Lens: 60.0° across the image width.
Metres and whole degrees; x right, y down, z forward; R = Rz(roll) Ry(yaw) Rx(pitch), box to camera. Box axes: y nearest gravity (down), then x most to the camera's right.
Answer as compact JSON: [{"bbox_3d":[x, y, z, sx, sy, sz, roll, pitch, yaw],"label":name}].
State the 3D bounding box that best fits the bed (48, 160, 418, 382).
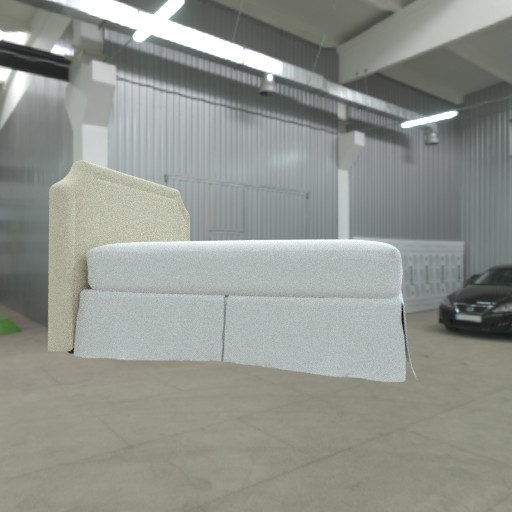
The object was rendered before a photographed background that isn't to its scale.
[{"bbox_3d":[0.000,0.000,3.329,2.209,1.296,1.827,0,0,17],"label":"bed"}]
